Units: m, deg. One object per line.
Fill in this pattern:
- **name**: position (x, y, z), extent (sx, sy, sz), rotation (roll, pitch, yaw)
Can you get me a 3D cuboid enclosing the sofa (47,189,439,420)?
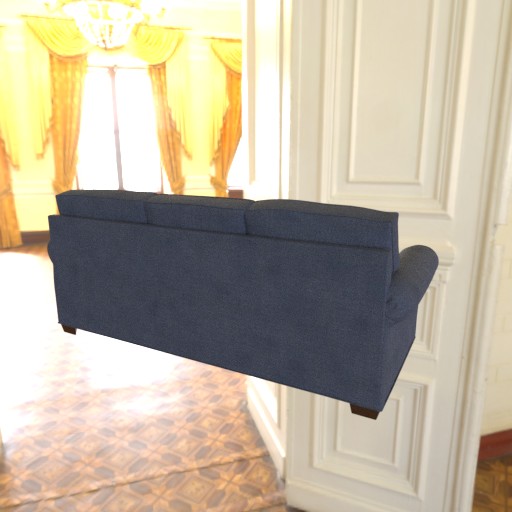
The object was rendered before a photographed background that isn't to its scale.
- **sofa**: position (0.000, 0.000, 3.374), extent (2.567, 1.063, 1.780), rotation (7, 16, 27)
